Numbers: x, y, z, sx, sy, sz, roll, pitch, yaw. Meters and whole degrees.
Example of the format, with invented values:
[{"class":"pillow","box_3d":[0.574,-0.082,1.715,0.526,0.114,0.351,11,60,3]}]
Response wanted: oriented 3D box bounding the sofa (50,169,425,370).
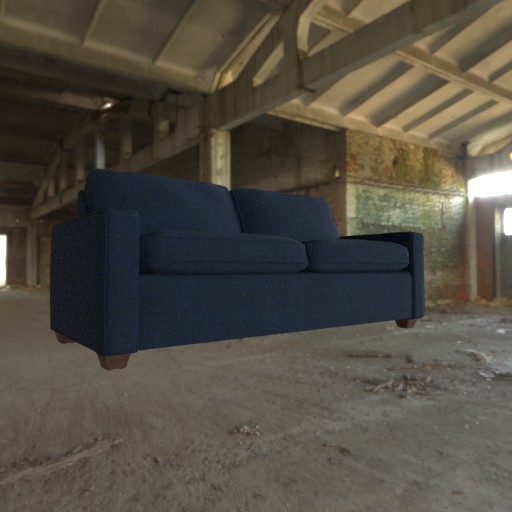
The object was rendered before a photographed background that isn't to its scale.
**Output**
[{"class":"sofa","box_3d":[0.000,0.000,2.593,2.080,0.919,0.940,1,-2,-36]}]
